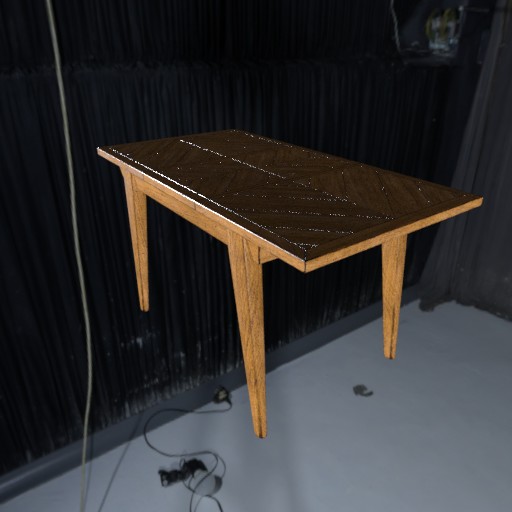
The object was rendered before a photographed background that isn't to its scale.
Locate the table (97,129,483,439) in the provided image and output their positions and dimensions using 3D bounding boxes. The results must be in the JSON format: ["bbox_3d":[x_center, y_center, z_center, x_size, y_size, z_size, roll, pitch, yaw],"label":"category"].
[{"bbox_3d":[0.000,0.000,1.876,0.757,0.760,1.400,-18,32,-32],"label":"table"}]
